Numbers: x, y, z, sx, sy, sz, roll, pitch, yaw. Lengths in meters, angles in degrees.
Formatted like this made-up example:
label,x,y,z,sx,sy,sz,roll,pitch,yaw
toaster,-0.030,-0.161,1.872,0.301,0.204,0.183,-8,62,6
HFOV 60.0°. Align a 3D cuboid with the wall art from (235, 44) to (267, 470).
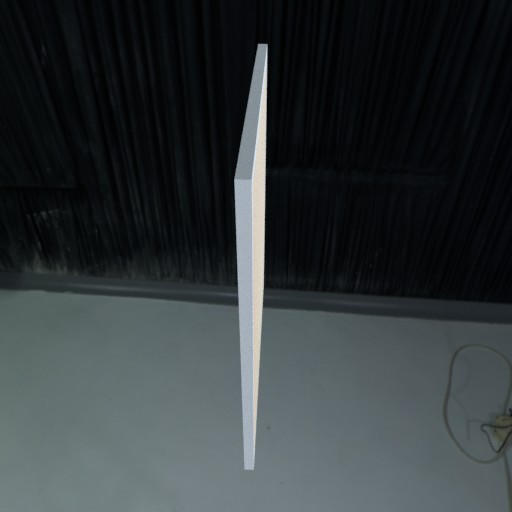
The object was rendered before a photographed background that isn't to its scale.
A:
label,x,y,z,sx,sy,sz,roll,pitch,yaw
wall art,0.000,0.000,0.619,0.013,0.456,0.382,2,39,2
